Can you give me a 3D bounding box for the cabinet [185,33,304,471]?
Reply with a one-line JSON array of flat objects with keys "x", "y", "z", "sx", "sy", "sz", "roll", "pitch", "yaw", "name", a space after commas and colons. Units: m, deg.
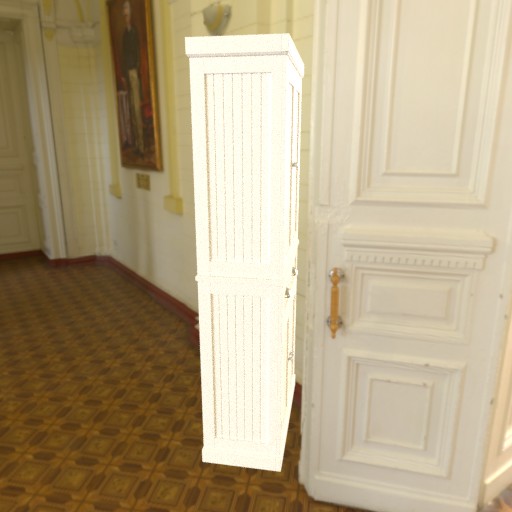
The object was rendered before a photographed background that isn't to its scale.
[{"x": 0.000, "y": 0.000, "z": 2.172, "sx": 0.390, "sy": 1.829, "sz": 0.754, "roll": 3, "pitch": 16, "yaw": 10, "name": "cabinet"}]
